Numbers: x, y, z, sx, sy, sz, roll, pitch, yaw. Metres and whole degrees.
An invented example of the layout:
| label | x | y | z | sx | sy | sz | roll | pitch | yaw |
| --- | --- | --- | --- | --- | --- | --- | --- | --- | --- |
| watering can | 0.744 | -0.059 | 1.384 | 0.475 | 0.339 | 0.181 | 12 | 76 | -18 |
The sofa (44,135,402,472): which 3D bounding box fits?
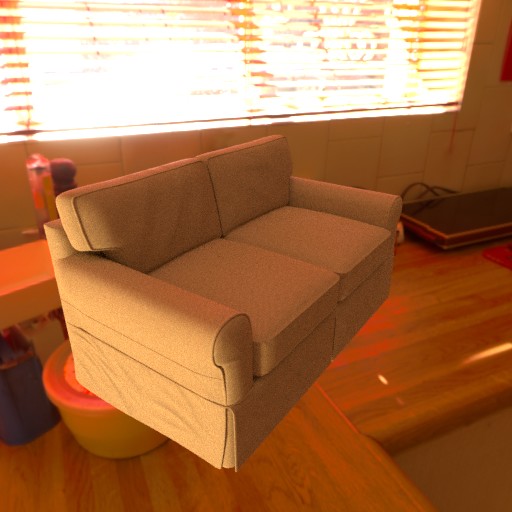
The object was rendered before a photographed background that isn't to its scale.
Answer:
| label | x | y | z | sx | sy | sz | roll | pitch | yaw |
| --- | --- | --- | --- | --- | --- | --- | --- | --- | --- |
| sofa | 0.000 | 0.000 | 2.293 | 0.991 | 0.940 | 1.727 | 17 | 30 | 32 |
